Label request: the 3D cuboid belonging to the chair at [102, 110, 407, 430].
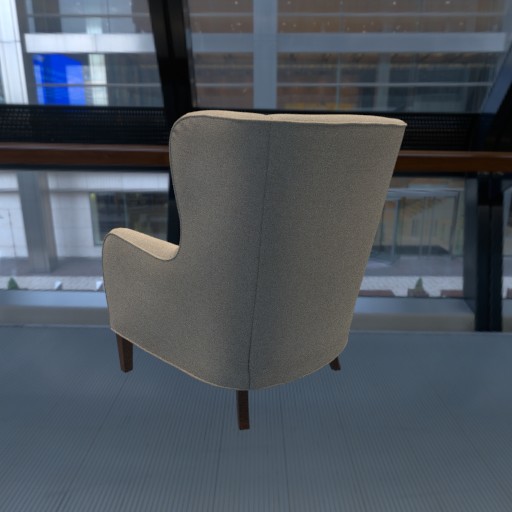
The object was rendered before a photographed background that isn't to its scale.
[{"bbox_3d":[0.000,0.000,1.721,0.966,1.040,0.838,15,21,43],"label":"chair"}]
